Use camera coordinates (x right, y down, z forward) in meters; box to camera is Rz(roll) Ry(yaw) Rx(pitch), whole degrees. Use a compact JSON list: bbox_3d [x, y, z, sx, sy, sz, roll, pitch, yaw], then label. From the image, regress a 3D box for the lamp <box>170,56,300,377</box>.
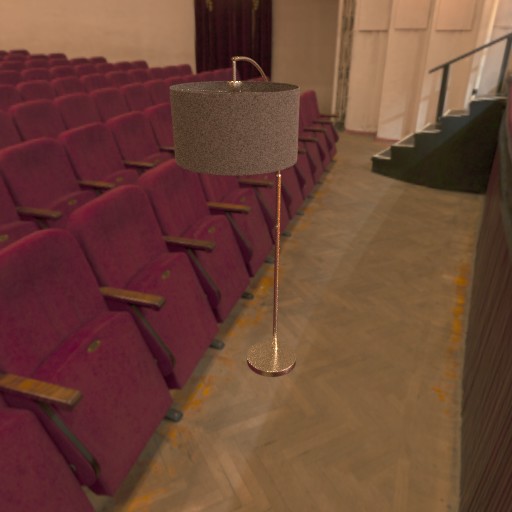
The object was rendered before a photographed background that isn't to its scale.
[{"bbox_3d":[0.000,0.000,2.098,0.452,1.735,0.934,8,27,16],"label":"lamp"}]
